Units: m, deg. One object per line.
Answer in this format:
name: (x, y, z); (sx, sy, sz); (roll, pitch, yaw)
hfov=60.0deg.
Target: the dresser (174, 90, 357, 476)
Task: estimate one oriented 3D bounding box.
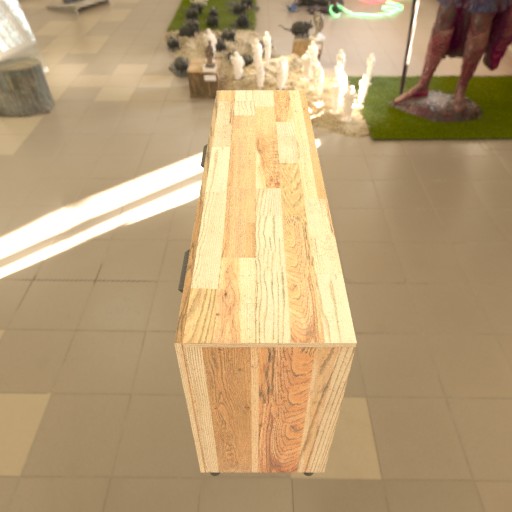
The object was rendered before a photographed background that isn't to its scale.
dresser: (0.000, 0.000, 1.923); (0.487, 0.834, 1.547); (0, 42, 0)
